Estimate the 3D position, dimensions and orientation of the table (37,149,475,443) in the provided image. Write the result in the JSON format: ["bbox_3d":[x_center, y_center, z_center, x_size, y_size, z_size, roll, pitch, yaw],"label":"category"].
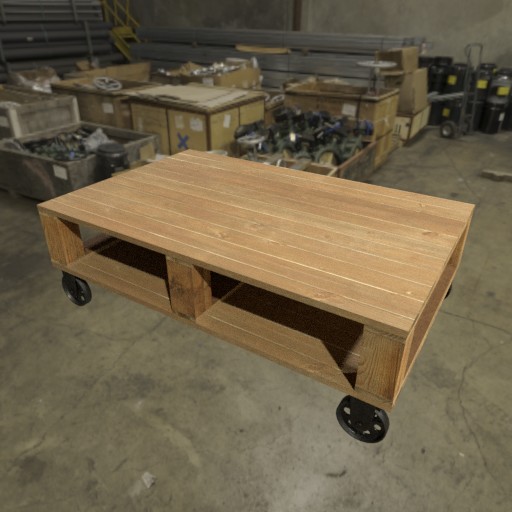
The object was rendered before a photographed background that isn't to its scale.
[{"bbox_3d":[0.000,0.000,1.658,1.299,0.413,0.827,17,34,28],"label":"table"}]
